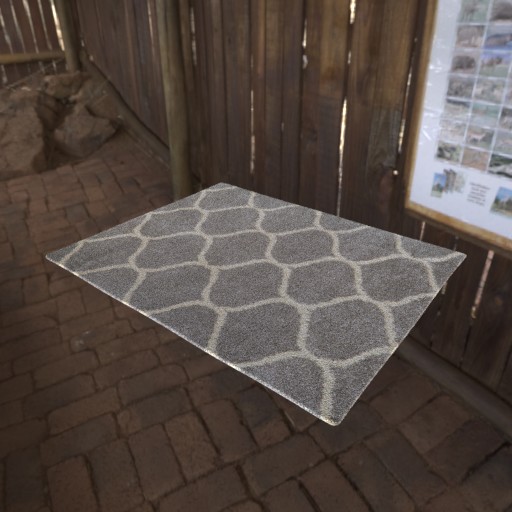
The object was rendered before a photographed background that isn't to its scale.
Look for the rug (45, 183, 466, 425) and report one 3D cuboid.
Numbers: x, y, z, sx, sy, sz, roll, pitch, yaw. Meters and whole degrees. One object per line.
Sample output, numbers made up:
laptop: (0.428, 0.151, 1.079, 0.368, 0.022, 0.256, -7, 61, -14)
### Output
rug: (0.000, 0.000, 4.018, 3.000, 0.026, 2.399, 21, 36, 33)
